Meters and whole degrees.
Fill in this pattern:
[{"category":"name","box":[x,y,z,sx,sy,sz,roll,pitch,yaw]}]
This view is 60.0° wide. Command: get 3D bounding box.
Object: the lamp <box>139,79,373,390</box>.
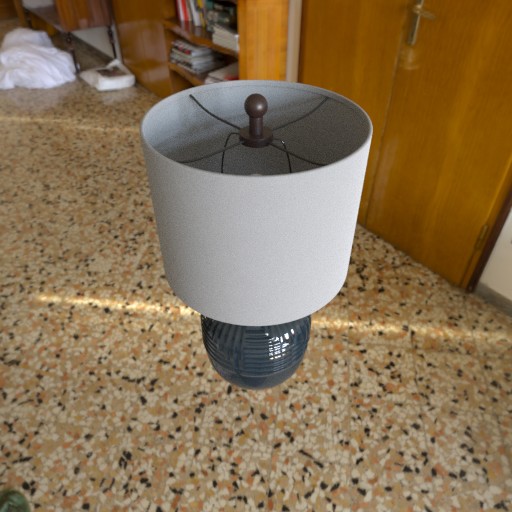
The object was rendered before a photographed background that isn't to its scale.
[{"category":"lamp","box":[0.000,0.000,0.776,0.318,0.567,0.318,0,40,0]}]
